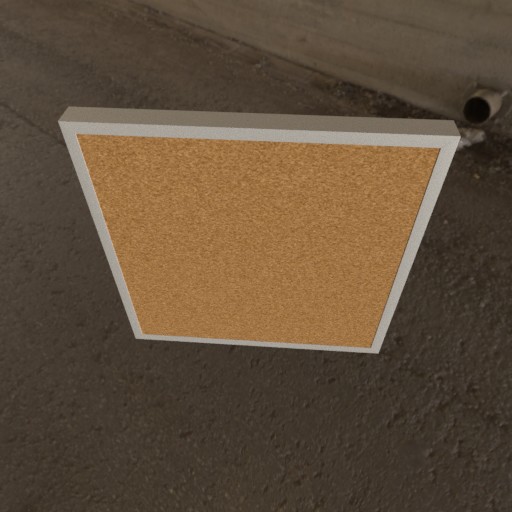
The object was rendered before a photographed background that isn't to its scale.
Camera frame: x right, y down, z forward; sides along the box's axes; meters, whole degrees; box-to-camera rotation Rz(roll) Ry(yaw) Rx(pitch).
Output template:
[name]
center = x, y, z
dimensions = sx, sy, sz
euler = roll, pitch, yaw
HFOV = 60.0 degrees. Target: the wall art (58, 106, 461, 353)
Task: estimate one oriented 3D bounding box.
[wall art]
center = 0.000, 0.000, 0.752
dimensions = 0.506, 0.505, 0.038
euler = 3, 47, 3
